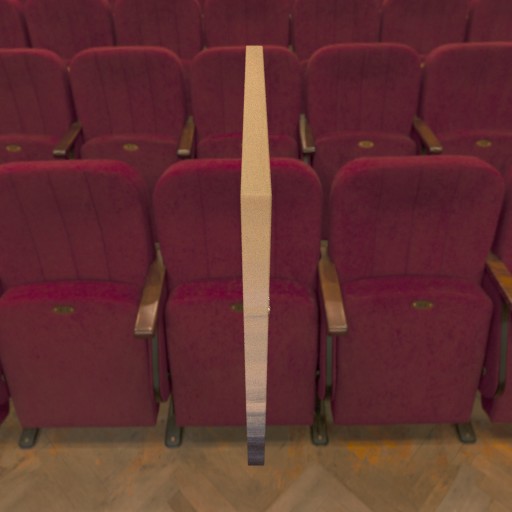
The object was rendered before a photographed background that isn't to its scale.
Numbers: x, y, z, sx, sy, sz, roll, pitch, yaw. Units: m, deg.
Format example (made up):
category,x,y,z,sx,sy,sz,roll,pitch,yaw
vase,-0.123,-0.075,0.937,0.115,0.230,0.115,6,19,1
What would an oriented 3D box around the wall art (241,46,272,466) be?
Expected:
category,x,y,z,sx,sy,sz,roll,pitch,yaw
wall art,0.000,0.000,0.983,0.041,0.710,0.608,0,41,0
